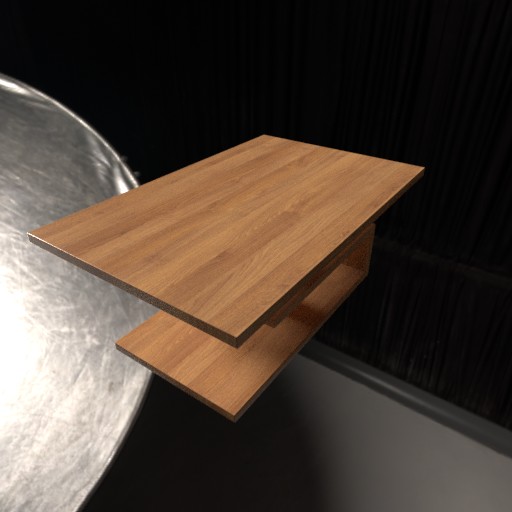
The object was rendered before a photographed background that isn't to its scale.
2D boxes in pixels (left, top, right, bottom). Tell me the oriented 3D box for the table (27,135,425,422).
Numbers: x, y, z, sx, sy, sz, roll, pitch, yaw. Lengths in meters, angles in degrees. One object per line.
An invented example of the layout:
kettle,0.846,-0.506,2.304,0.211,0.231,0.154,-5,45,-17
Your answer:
table,0.000,0.000,1.491,0.700,0.442,1.100,20,37,30
